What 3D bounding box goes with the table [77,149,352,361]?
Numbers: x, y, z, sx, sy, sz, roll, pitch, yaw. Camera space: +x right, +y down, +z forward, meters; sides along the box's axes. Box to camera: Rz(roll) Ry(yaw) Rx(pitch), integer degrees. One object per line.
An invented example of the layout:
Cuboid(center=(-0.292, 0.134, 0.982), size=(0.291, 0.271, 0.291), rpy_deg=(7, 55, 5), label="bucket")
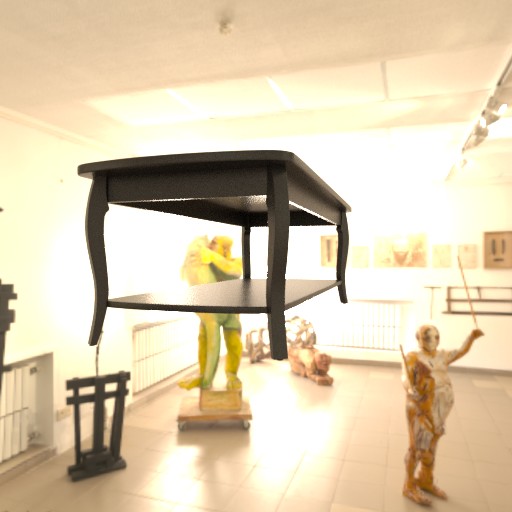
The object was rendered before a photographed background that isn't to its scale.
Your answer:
Cuboid(center=(0.000, 0.000, 1.619), size=(0.571, 0.457, 1.333), rpy_deg=(0, 0, 18), label="table")
